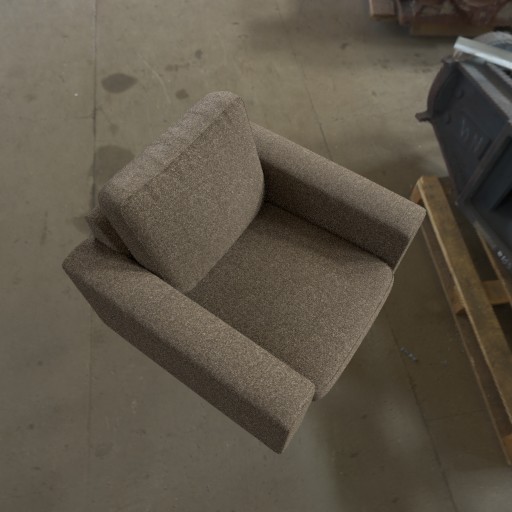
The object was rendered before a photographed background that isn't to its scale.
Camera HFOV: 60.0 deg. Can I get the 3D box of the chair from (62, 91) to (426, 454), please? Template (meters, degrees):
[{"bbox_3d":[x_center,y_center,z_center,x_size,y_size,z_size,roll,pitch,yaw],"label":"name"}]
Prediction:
[{"bbox_3d":[0.000,0.000,1.748,1.016,0.873,1.005,31,64,17],"label":"chair"}]
